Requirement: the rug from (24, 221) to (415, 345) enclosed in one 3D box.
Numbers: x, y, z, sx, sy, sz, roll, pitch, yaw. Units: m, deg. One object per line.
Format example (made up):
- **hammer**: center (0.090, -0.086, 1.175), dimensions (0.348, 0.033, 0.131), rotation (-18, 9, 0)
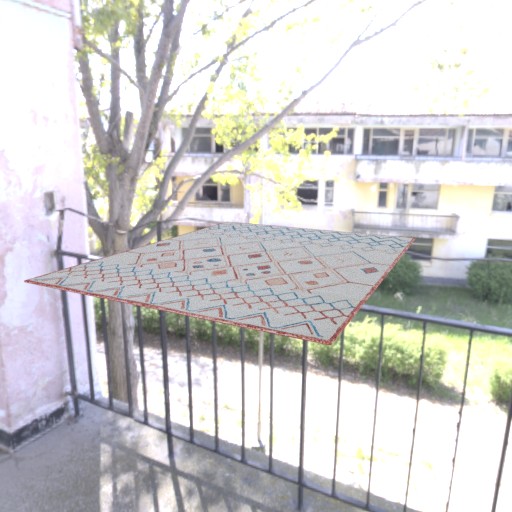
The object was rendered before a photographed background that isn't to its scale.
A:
- **rug**: center (0.000, 0.000, 4.167), dimensions (2.441, 0.016, 3.050), rotation (7, 16, 26)
